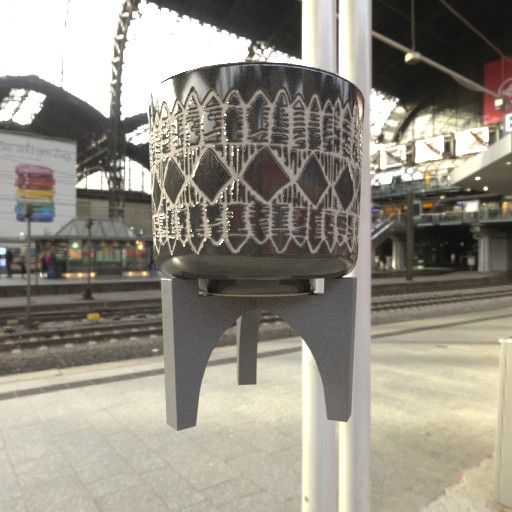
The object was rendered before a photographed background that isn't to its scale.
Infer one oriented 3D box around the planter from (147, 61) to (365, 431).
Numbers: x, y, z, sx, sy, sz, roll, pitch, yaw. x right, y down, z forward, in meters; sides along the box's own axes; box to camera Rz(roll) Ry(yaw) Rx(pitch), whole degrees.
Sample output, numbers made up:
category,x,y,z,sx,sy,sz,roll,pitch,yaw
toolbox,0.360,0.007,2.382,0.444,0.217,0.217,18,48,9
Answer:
category,x,y,z,sx,sy,sz,roll,pitch,yaw
planter,0.000,0.000,0.525,0.251,0.355,0.251,0,0,-38
